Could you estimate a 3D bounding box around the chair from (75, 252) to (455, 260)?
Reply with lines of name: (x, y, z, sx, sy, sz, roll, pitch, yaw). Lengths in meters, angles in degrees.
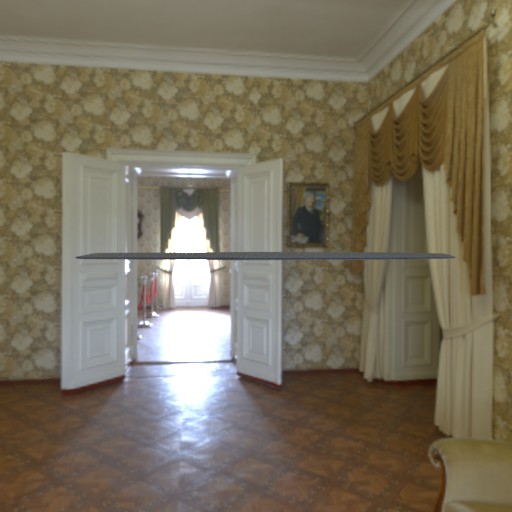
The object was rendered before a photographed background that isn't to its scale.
chair: (0.000, 0.000, 1.900, 1.372, 0.024, 1.219, 0, 0, 36)
